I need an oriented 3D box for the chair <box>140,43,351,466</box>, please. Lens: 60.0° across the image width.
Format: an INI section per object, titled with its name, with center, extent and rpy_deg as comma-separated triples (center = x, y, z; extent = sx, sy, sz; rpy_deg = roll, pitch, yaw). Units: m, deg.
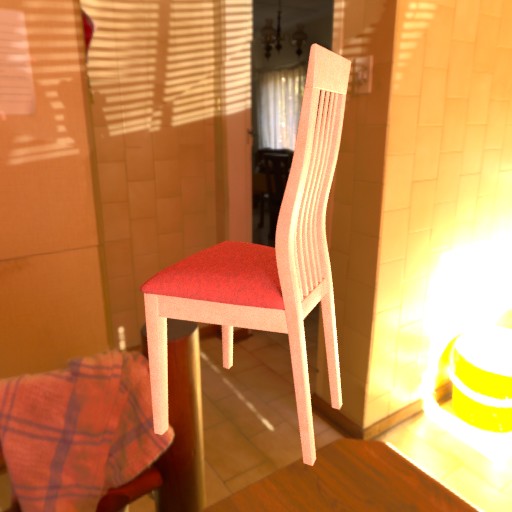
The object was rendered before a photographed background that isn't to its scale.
[chair]
center = 0.000, 0.000, 1.252
extent = 0.474, 1.027, 0.460
rpy_deg = 8, 18, 24
